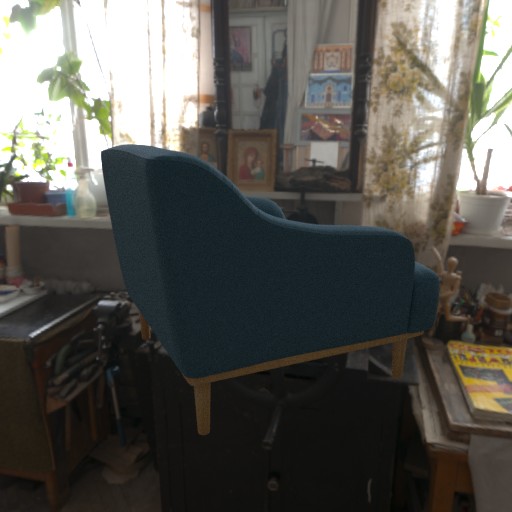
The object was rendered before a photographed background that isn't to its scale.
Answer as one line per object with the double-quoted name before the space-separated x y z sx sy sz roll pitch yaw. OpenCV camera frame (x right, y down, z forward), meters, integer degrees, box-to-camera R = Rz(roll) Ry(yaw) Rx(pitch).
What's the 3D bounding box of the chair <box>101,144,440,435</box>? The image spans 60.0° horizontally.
"chair" 0.000 0.000 1.663 0.951 0.818 0.946 -7 17 -26
